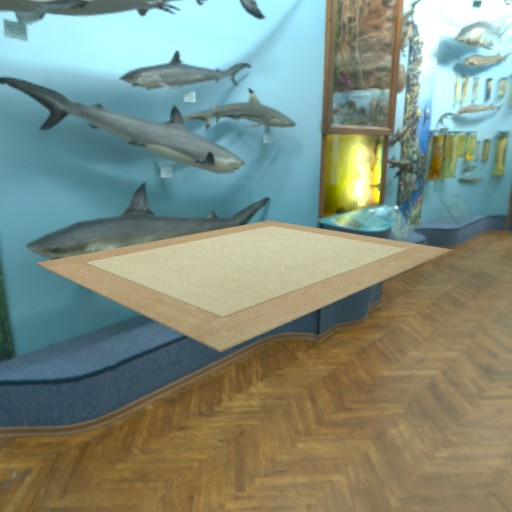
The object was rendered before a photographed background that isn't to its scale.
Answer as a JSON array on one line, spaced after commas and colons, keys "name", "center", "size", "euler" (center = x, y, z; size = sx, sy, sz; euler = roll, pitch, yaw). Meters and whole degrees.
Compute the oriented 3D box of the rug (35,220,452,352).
[{"name": "rug", "center": [0.000, 0.000, 4.130], "size": [2.438, 0.014, 3.048], "euler": [13, 20, 42]}]
